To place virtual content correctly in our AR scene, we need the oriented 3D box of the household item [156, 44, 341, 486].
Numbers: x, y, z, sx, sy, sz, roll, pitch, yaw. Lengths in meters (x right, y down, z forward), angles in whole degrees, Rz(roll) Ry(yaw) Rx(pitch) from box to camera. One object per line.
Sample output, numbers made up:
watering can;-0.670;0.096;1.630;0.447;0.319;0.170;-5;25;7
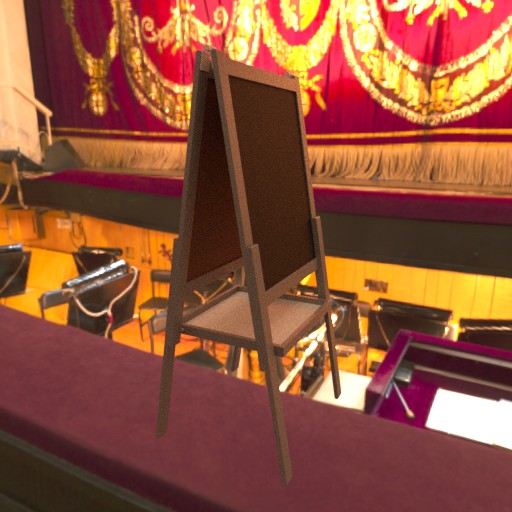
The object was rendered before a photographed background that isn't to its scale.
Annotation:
household item;0.000;0.000;1.439;0.469;1.172;0.531;7;16;26
